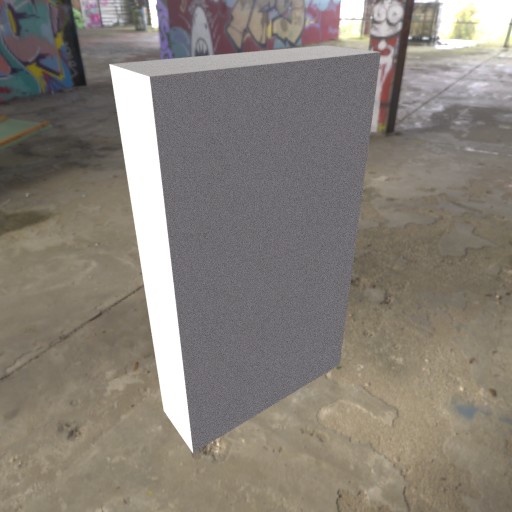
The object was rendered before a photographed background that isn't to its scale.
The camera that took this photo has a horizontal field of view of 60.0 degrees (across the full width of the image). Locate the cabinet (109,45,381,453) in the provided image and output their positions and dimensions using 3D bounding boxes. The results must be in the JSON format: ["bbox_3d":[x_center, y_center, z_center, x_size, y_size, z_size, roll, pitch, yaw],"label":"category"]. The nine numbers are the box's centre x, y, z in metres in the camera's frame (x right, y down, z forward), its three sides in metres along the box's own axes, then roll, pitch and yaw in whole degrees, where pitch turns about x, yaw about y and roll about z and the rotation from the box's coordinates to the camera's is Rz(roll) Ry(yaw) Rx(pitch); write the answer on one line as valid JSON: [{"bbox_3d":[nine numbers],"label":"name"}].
[{"bbox_3d":[0.000,0.000,1.554,0.750,1.280,0.250,-21,37,-31],"label":"cabinet"}]
